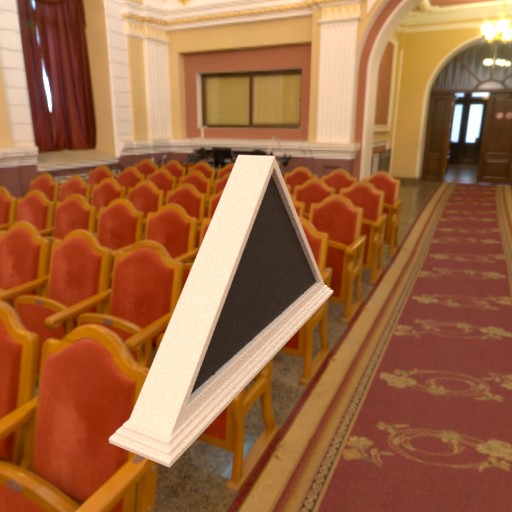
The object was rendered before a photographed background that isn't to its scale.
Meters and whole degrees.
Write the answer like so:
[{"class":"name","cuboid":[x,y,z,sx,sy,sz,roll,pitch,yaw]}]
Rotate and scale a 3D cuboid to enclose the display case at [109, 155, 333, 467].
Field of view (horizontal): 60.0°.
[{"class":"display case","cuboid":[0.000,0.000,0.769,0.095,0.340,0.640,8,18,26]}]
